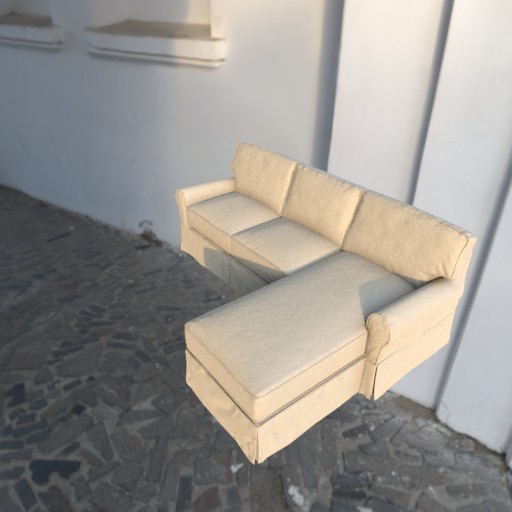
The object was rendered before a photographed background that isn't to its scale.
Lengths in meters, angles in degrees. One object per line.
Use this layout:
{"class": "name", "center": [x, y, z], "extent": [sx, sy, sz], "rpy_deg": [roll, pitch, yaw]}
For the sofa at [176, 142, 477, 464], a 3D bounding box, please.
{"class": "sofa", "center": [0.000, 0.000, 3.351], "extent": [1.733, 0.978, 2.475], "rpy_deg": [-22, 38, -31]}
